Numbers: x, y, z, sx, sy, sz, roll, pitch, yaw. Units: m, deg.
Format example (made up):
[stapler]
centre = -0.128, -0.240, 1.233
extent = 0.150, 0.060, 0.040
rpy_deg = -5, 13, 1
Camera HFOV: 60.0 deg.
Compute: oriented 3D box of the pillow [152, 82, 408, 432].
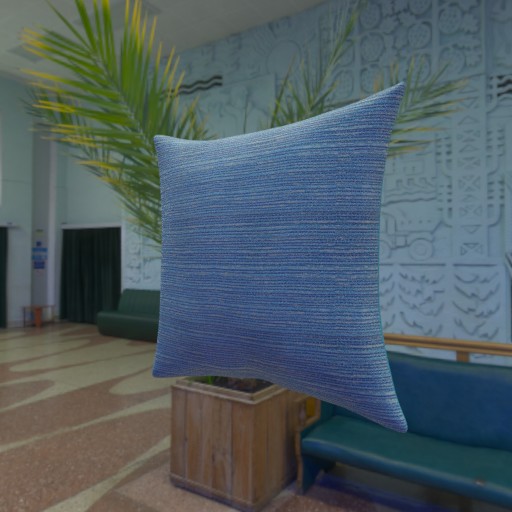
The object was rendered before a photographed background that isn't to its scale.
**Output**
[pillow]
centre = 0.000, 0.000, 0.768
extent = 0.514, 0.497, 0.150
rpy_deg = 0, -1, 35
